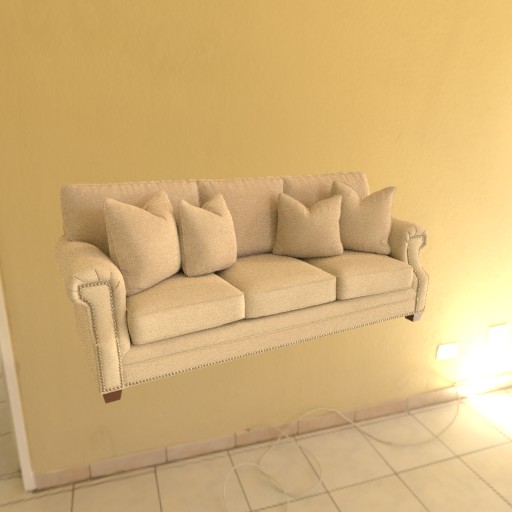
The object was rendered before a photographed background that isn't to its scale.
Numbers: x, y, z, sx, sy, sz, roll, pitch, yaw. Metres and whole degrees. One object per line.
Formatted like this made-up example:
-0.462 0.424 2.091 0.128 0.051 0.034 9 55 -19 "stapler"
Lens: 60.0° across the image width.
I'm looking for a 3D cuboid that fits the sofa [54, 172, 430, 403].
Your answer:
0.000 0.000 2.835 2.312 0.975 0.965 -8 17 -27 "sofa"
